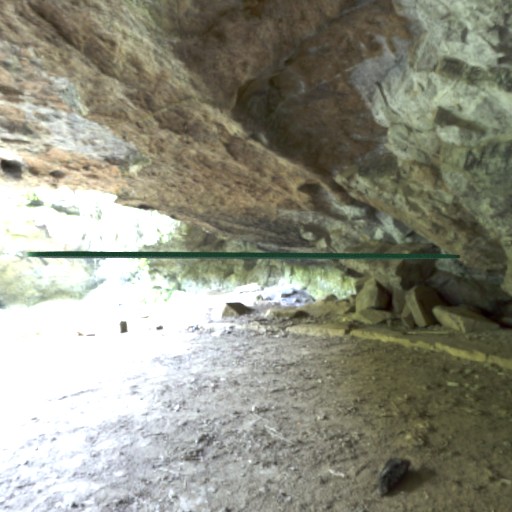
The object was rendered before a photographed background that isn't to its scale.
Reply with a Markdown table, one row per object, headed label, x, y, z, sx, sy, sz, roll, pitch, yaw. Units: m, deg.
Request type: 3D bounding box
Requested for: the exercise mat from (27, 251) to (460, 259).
| label | x | y | z | sx | sy | sz | roll | pitch | yaw |
| --- | --- | --- | --- | --- | --- | --- | --- | --- | --- |
| exercise mat | 0.000 | 0.000 | 2.085 | 1.869 | 0.021 | 0.616 | 0 | -1 | -17 |
